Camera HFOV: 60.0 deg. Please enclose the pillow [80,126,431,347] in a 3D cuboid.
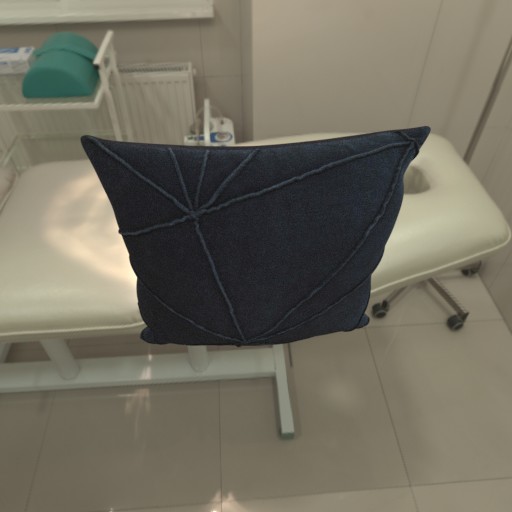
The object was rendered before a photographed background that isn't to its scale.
[{"bbox_3d":[0.000,0.000,0.690,0.439,0.440,0.183,-3,47,-3],"label":"pillow"}]
